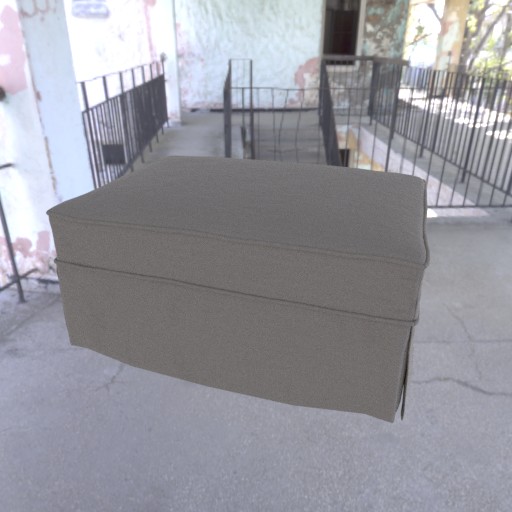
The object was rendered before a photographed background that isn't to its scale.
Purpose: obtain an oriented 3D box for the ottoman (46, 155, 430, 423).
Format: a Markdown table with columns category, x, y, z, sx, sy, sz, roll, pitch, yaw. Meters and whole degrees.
| category | x | y | z | sx | sy | sz | roll | pitch | yaw |
| --- | --- | --- | --- | --- | --- | --- | --- | --- | --- |
| ottoman | 0.000 | 0.000 | 1.313 | 0.944 | 0.479 | 0.703 | 8 | 27 | 17 |
